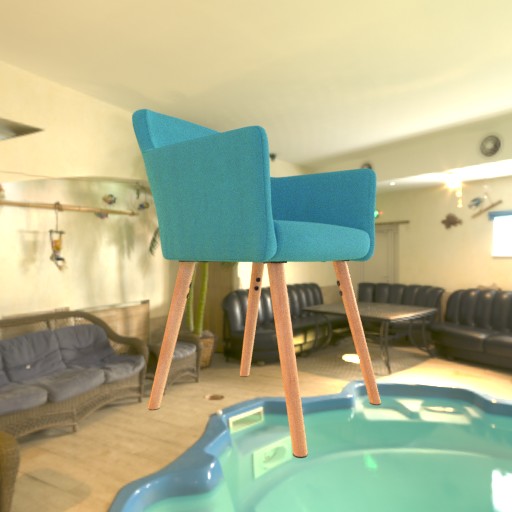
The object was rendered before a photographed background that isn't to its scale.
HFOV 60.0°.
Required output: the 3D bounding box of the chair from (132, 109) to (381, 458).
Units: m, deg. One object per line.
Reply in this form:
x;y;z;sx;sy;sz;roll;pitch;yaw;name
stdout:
0.000;0.000;1.175;0.540;0.780;0.570;0;0;37;chair
